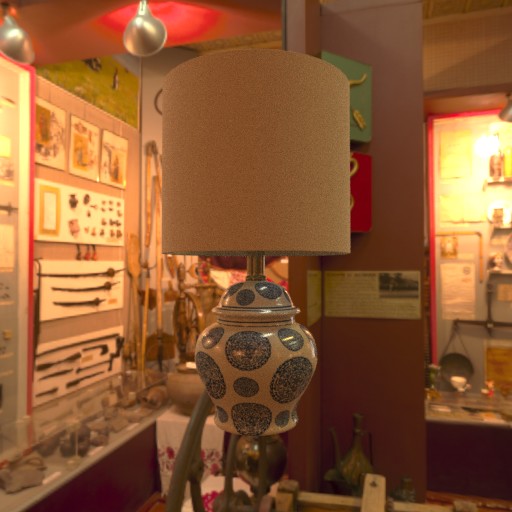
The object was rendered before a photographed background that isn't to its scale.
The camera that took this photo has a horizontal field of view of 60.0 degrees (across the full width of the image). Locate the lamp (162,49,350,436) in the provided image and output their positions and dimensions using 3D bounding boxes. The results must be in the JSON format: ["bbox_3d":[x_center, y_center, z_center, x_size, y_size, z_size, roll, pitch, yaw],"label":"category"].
[{"bbox_3d":[0.000,0.000,0.515,0.215,0.381,0.215,0,-1,17],"label":"lamp"}]
